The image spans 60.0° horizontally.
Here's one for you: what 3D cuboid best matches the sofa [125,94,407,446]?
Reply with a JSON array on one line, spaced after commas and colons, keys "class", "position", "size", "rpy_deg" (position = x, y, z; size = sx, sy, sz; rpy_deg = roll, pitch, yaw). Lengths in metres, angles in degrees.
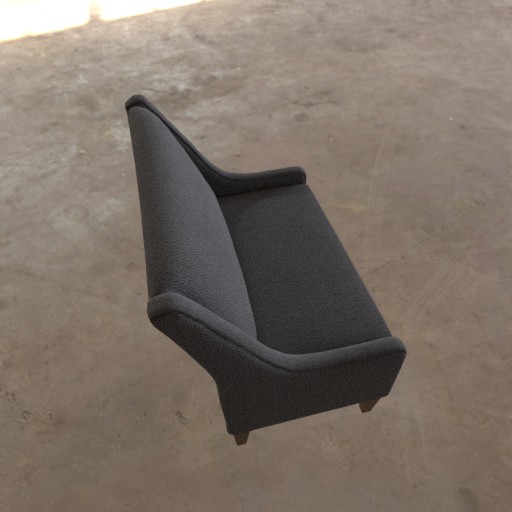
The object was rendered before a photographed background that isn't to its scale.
[{"class": "sofa", "position": [0.000, 0.000, 1.939], "size": [0.873, 1.022, 1.242], "rpy_deg": [-11, 47, -10]}]
